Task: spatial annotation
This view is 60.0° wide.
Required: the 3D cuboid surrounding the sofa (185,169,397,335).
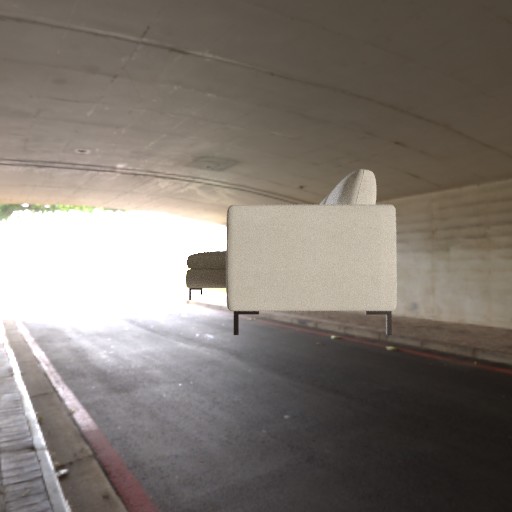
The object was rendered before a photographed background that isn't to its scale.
[{"bbox_3d":[0.000,0.000,3.798,1.467,0.875,3.186,0,-1,1],"label":"sofa"}]
